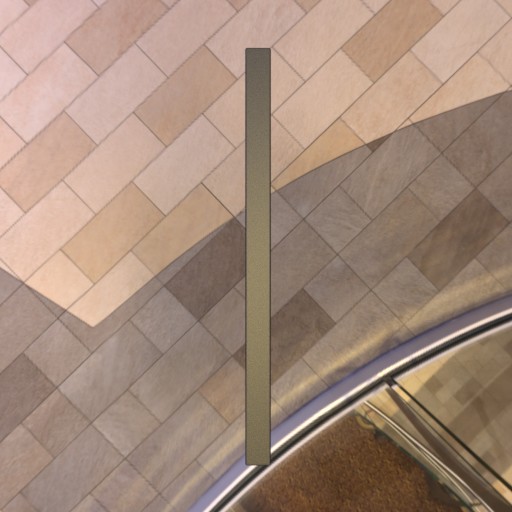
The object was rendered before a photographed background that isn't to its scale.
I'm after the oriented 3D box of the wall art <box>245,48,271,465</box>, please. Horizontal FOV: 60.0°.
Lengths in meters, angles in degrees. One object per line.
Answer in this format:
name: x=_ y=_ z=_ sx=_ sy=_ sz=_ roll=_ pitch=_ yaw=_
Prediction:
wall art: x=0.000 y=0.000 z=0.763 sx=0.028 sy=0.559 sz=0.457 roll=0 pitch=90 yaw=0
